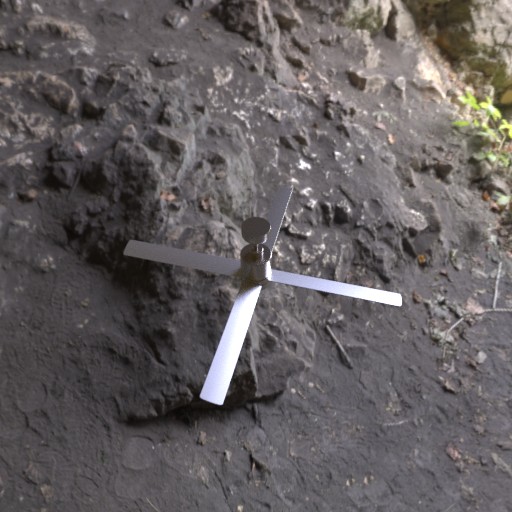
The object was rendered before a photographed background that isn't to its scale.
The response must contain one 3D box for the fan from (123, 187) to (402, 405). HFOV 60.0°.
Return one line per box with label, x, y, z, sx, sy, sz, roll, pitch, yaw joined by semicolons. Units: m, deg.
fan;0.000;0.000;1.985;1.322;0.355;1.322;11;47;10
